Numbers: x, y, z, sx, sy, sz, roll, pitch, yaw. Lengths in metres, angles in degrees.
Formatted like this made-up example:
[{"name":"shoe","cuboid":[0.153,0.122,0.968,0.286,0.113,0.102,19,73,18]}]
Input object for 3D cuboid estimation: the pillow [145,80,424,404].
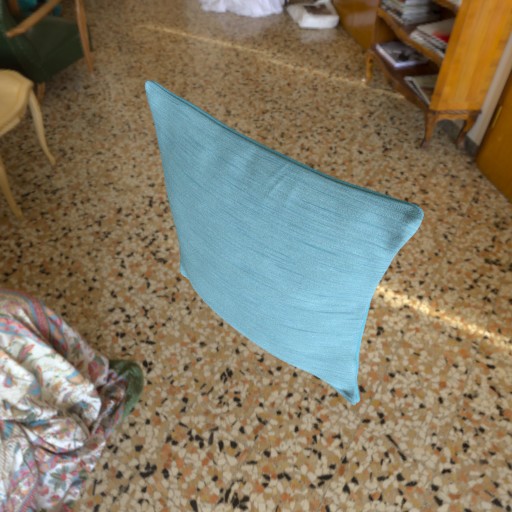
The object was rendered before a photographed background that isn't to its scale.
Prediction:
[{"name":"pillow","cuboid":[0.000,0.000,0.671,0.433,0.415,0.151,33,55,28]}]
